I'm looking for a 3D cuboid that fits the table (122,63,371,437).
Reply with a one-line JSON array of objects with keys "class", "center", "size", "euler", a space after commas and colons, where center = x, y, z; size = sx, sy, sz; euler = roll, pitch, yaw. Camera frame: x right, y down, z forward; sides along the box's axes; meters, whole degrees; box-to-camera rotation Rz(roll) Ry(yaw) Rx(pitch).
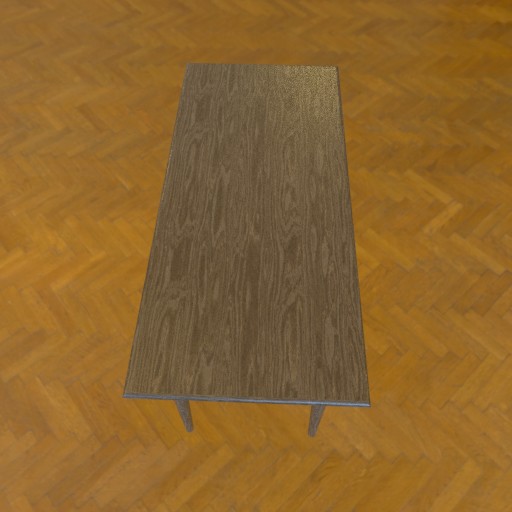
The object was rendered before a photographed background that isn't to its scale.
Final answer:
[{"class": "table", "center": [0.000, 0.000, 1.731], "size": [0.599, 0.780, 1.300], "euler": [2, 58, 1]}]
